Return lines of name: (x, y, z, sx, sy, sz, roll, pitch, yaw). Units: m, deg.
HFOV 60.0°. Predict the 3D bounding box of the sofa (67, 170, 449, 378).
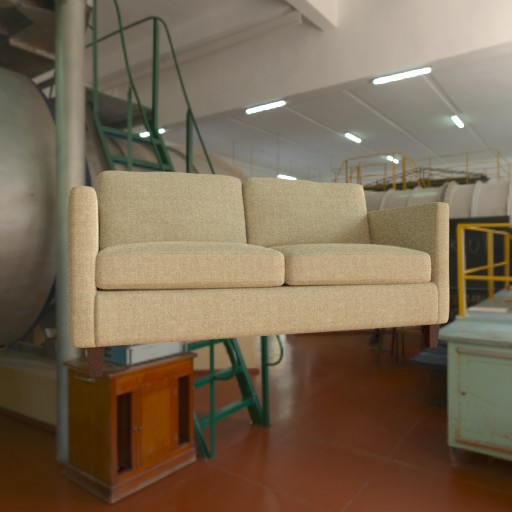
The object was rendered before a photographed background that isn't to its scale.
sofa: (0.000, 0.000, 2.455, 1.884, 0.963, 0.950, 0, 1, -19)
